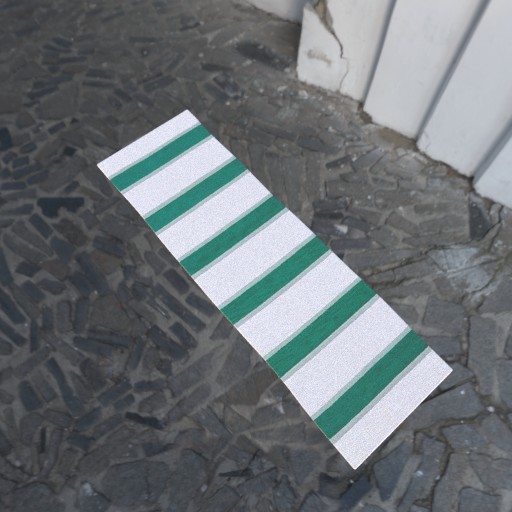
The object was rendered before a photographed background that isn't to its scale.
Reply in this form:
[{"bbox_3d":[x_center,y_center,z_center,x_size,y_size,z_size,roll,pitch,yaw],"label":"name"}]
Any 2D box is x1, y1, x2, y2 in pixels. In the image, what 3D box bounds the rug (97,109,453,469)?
[{"bbox_3d":[0.000,0.000,2.715,0.768,0.012,2.438,-37,70,-16],"label":"rug"}]
